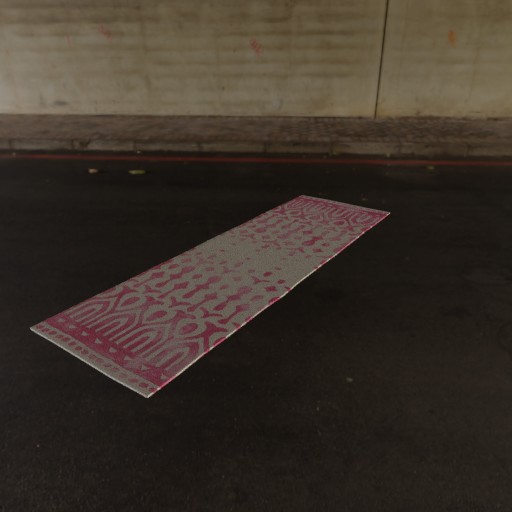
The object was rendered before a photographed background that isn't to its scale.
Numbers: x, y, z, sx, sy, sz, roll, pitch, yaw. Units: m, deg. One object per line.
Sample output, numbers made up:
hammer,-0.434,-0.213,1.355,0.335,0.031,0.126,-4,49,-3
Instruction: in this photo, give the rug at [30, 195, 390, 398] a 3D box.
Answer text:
rug,0.000,0.000,2.718,0.787,0.011,2.458,17,30,32
